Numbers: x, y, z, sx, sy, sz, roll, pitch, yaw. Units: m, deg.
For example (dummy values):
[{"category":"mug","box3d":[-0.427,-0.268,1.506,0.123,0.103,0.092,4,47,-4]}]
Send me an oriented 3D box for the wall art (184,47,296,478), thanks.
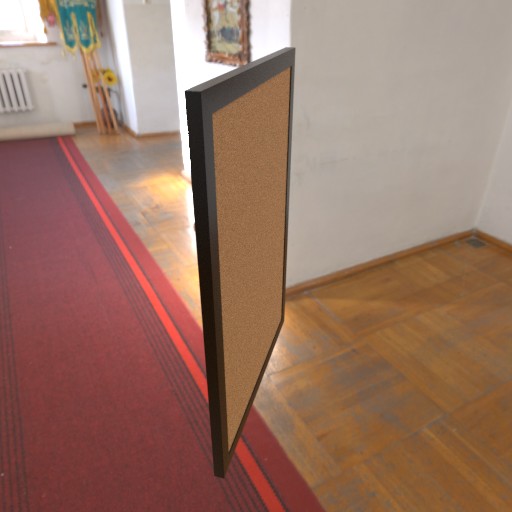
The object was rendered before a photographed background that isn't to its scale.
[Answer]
[{"category":"wall art","box3d":[0.000,0.000,0.536,0.013,0.432,0.304,9,32,14]}]
